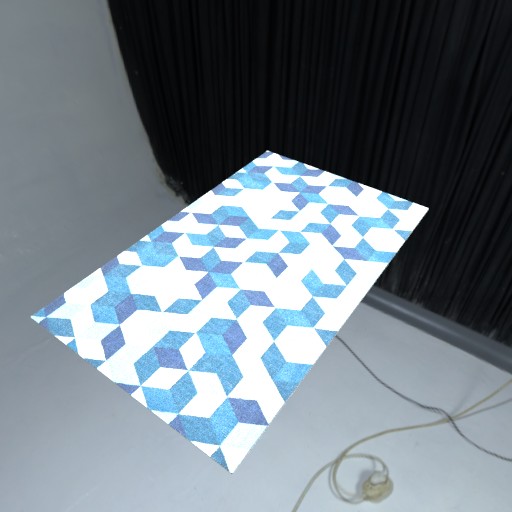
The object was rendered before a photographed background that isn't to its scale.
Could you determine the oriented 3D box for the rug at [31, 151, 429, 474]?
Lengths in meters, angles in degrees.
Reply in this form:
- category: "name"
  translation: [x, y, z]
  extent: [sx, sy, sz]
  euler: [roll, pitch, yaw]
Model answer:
- category: "rug"
  translation: [0.000, 0.000, 3.015]
  extent: [1.518, 0.015, 2.438]
  euler: [26, 48, 26]
